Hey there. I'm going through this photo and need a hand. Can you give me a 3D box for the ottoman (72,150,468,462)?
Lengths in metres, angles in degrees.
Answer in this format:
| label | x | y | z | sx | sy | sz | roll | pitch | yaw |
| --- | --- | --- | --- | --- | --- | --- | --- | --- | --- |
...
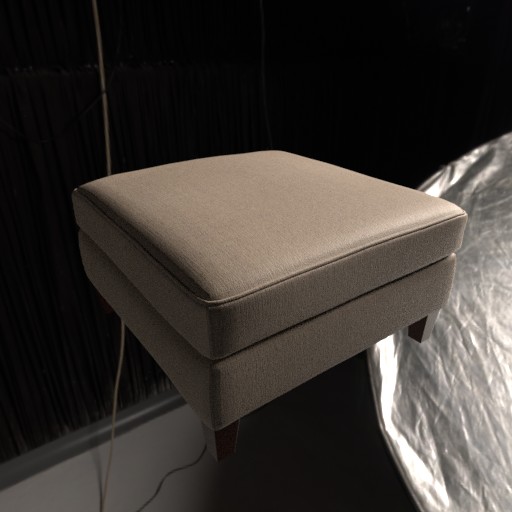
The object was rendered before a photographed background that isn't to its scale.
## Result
| label | x | y | z | sx | sy | sz | roll | pitch | yaw |
| --- | --- | --- | --- | --- | --- | --- | --- | --- | --- |
| ottoman | 0.000 | 0.000 | 1.340 | 0.838 | 0.481 | 0.838 | -18 | 32 | -32 |
